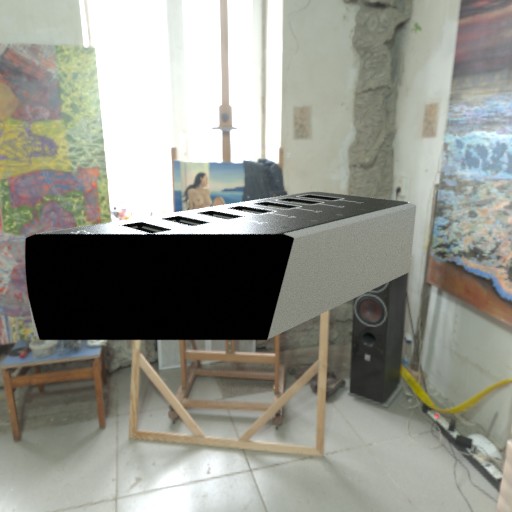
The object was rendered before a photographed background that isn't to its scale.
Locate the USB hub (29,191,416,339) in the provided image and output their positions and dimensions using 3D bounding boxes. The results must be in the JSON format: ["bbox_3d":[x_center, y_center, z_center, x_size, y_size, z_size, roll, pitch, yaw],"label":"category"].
[{"bbox_3d":[0.000,0.000,0.125,0.044,0.023,0.110,15,21,42],"label":"USB hub"}]
